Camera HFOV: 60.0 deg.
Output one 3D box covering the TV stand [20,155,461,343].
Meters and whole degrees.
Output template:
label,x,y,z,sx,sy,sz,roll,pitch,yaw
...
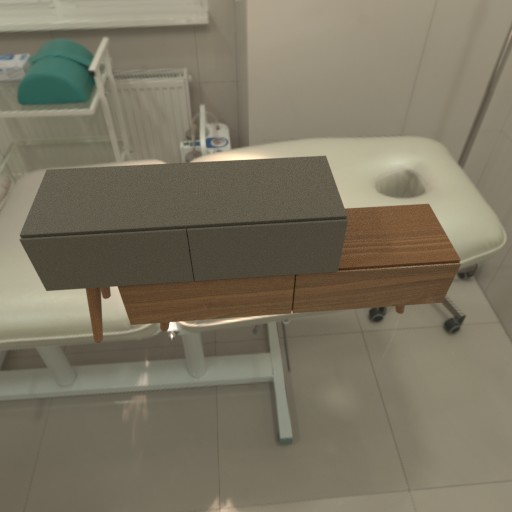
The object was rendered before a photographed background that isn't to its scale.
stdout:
label,x,y,z,sx,sy,sz,roll,pitch,yaw
TV stand,0.000,0.000,1.578,1.336,0.591,0.329,-4,46,-4
